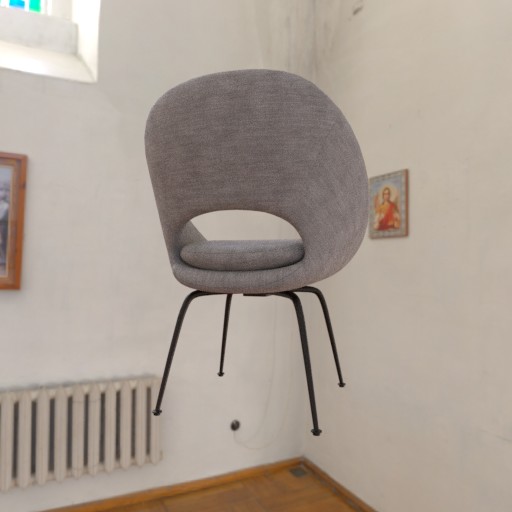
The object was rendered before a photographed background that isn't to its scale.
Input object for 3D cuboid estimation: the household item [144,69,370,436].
[{"bbox_3d":[0.000,0.000,1.305,0.643,0.869,0.587,0,-1,19],"label":"household item"}]
